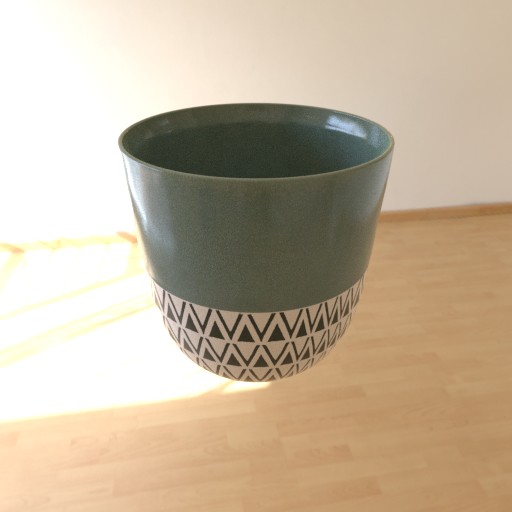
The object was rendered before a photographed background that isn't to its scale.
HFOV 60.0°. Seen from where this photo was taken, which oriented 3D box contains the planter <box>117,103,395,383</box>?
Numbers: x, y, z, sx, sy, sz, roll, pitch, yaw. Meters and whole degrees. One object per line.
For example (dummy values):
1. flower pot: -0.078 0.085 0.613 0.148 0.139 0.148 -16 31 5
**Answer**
1. planter: 0.000 0.000 0.382 0.198 0.214 0.198 0 31 0
